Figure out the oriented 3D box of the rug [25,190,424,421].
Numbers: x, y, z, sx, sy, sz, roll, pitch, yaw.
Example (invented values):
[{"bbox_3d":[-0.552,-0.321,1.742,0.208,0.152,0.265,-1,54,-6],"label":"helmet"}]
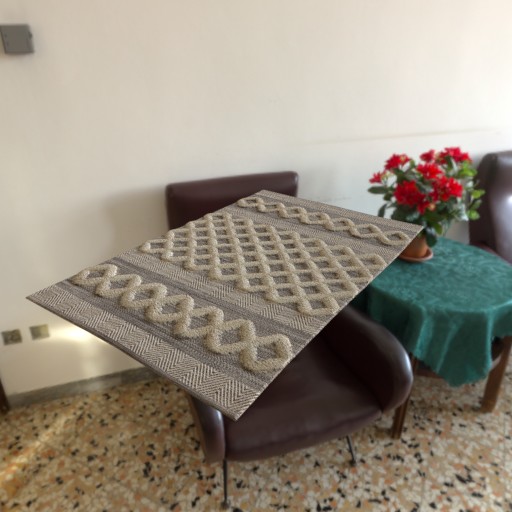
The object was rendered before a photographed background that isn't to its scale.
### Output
[{"bbox_3d":[0.000,0.000,2.932,1.513,0.033,2.333,18,32,31],"label":"rug"}]
